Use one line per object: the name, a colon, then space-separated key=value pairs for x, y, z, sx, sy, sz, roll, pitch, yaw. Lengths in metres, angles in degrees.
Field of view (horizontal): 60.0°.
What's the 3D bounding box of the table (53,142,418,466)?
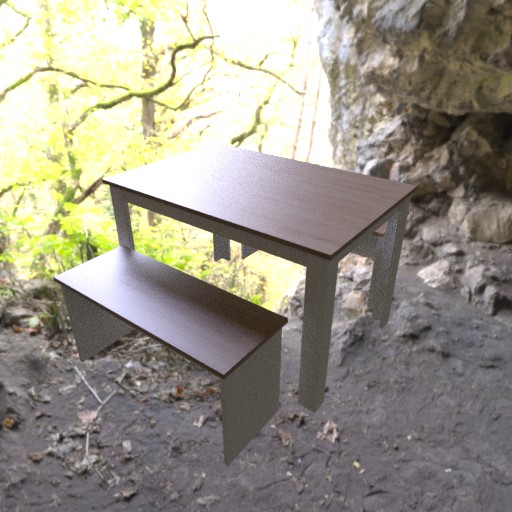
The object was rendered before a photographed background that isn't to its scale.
table: x=0.000 y=0.000 z=2.019 sx=1.100 sy=0.700 sz=1.443 roll=20 pitch=35 yaw=32
